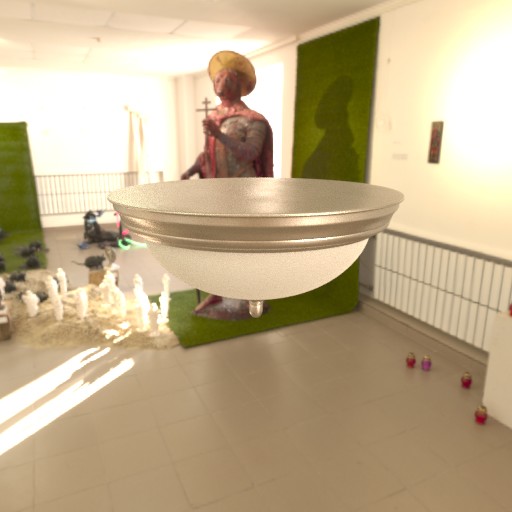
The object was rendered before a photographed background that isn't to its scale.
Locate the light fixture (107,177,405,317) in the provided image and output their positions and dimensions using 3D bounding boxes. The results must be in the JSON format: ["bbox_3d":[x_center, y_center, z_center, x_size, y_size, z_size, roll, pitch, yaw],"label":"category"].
[{"bbox_3d":[0.000,0.000,0.455,0.280,0.135,0.280,0,15,0],"label":"light fixture"}]
